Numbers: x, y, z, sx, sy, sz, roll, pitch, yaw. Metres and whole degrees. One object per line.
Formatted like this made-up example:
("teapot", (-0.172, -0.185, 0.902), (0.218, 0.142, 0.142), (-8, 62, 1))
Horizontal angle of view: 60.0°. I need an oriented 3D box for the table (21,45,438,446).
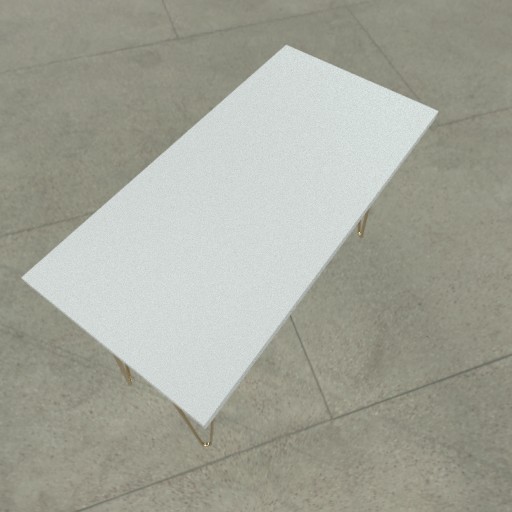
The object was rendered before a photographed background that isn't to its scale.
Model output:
("table", (0.000, 0.000, 1.341), (0.498, 0.660, 0.991), (32, 64, 18))
